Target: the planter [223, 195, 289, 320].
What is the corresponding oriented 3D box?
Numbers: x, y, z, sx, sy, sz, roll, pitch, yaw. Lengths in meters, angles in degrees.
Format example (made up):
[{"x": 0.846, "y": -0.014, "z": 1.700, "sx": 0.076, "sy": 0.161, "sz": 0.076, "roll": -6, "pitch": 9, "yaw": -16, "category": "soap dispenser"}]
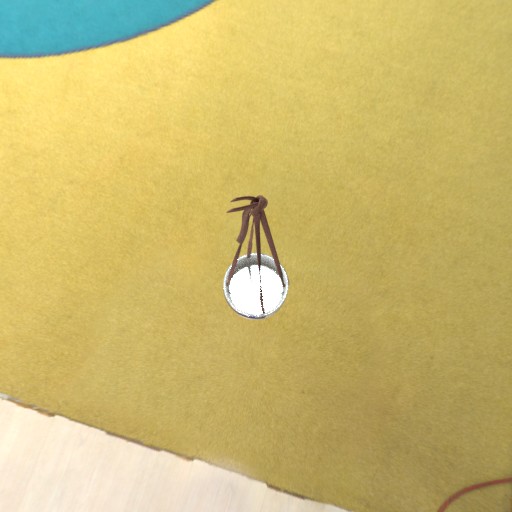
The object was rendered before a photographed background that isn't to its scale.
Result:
[{"x": 0.000, "y": 0.000, "z": 0.821, "sx": 0.166, "sy": 0.751, "sz": 0.166, "roll": -21, "pitch": 77, "yaw": -5, "category": "planter"}]
